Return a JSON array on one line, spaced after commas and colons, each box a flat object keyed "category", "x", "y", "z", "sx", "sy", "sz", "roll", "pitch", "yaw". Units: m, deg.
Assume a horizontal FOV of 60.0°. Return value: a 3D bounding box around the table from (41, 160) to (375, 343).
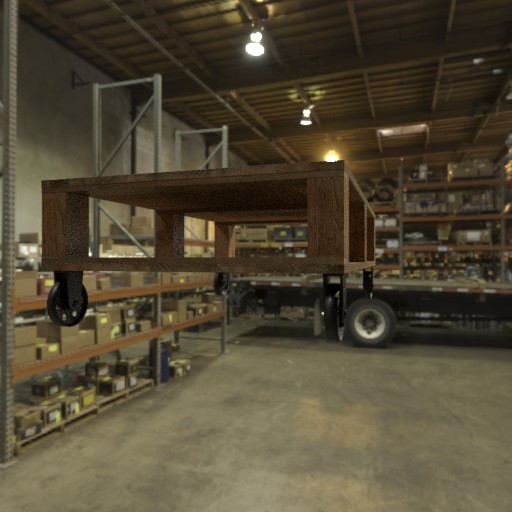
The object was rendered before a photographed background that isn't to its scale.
[{"category": "table", "x": 0.000, "y": 0.000, "z": 1.715, "sx": 0.827, "sy": 0.413, "sz": 1.299, "roll": 0, "pitch": 0, "yaw": 18}]
